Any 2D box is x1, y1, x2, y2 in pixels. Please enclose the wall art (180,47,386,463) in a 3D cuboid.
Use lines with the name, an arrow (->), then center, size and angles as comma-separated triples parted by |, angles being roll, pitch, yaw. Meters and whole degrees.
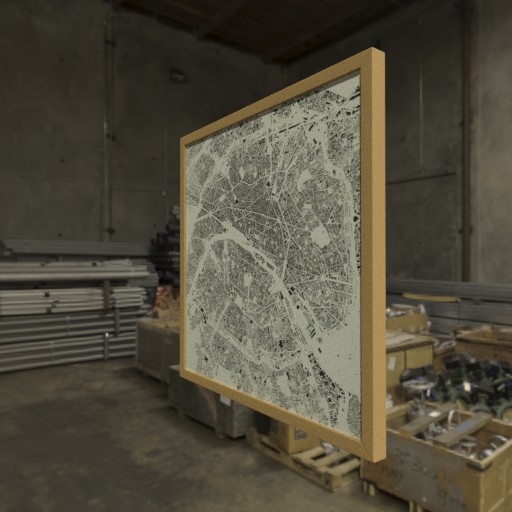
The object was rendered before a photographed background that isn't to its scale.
wall art -> 0.000, 0.000, 1.125 | 0.037, 0.761, 0.761 | 0, -1, -37
